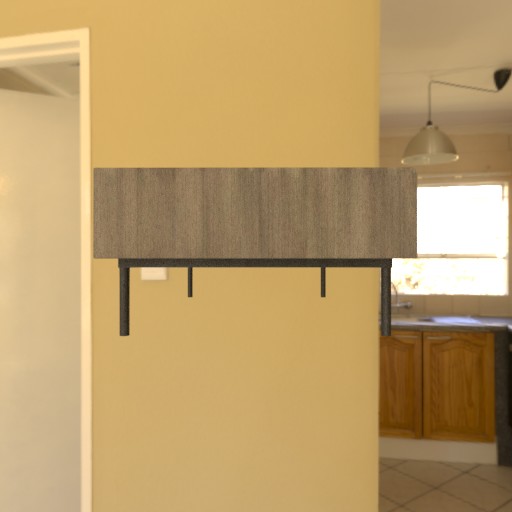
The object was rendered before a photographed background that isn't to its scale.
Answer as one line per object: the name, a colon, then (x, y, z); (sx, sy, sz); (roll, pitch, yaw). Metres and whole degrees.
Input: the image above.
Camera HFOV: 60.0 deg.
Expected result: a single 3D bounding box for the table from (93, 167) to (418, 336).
table: (0.000, 0.000, 1.417); (0.643, 0.347, 1.088); (0, 0, 0)
